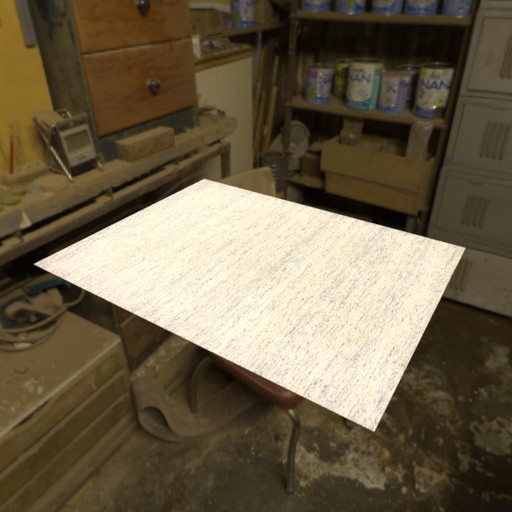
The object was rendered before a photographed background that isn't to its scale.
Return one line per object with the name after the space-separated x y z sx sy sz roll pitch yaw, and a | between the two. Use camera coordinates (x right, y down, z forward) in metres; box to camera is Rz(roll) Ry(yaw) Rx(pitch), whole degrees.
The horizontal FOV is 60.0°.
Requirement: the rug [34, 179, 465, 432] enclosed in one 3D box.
0.000 0.000 4.125 3.197 0.006 2.438 19 36 28 | rug
